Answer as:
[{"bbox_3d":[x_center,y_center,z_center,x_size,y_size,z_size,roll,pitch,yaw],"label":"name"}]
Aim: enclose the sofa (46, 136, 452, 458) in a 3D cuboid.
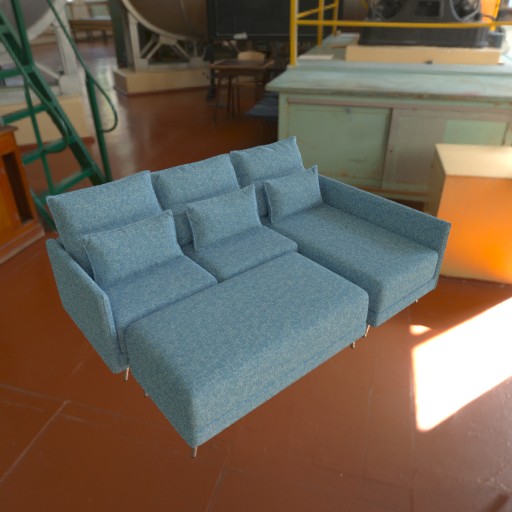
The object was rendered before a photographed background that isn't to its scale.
[{"bbox_3d":[0.000,0.000,2.757,2.034,0.899,1.420,-23,38,-33],"label":"sofa"}]
